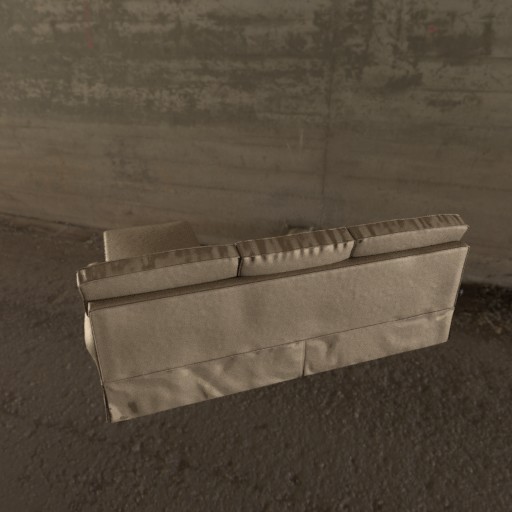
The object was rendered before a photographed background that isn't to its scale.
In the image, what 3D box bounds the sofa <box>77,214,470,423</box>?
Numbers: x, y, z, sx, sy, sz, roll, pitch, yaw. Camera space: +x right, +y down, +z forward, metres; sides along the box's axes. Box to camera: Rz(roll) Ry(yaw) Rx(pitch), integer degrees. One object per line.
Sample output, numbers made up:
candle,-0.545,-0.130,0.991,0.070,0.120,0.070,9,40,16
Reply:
sofa,0.000,0.000,3.406,2.475,0.978,1.733,-9,28,-17
